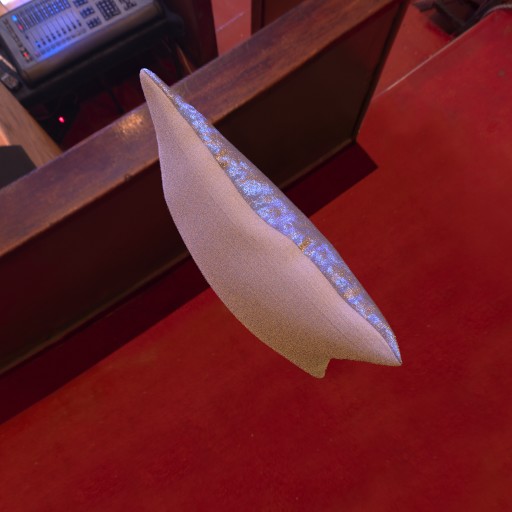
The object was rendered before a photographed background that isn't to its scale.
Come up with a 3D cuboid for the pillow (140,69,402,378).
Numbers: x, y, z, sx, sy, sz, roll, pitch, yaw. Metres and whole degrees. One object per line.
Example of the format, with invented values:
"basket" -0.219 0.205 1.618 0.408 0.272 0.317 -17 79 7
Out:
"pillow" 0.000 0.000 0.727 0.175 0.464 0.470 -37 78 -9
